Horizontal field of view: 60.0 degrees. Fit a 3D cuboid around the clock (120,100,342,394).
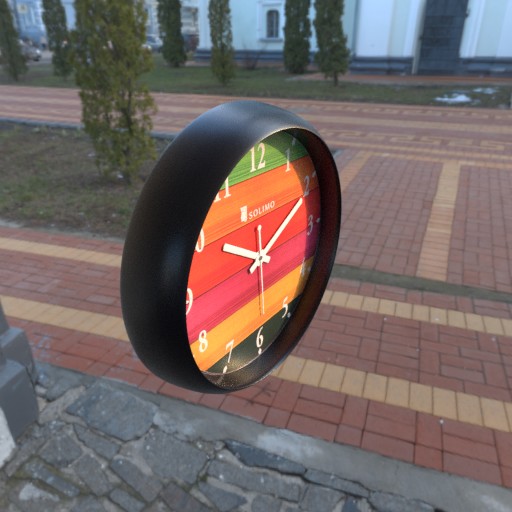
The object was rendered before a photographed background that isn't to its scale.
[{"bbox_3d":[0.000,0.000,0.456,0.060,0.300,0.300,18,32,32],"label":"clock"}]
